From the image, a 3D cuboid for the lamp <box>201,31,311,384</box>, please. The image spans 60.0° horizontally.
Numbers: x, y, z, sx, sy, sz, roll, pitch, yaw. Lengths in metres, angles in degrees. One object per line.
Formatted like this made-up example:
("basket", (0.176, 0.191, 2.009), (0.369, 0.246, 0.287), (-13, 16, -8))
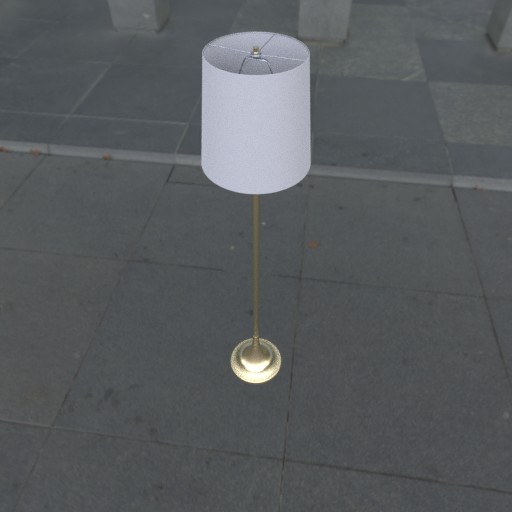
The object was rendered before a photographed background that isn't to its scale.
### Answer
("lamp", (0.000, 0.000, 1.686), (0.337, 1.543, 0.337), (0, 47, 0))
